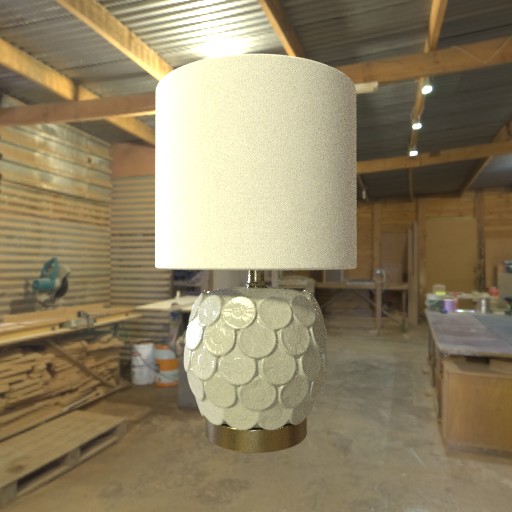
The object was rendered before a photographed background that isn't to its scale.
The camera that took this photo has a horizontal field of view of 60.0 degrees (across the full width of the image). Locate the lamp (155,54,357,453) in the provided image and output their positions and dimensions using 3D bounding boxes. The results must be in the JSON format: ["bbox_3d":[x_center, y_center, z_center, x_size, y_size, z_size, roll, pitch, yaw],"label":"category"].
[{"bbox_3d":[0.000,0.000,0.574,0.254,0.452,0.254,0,-1,0],"label":"lamp"}]
